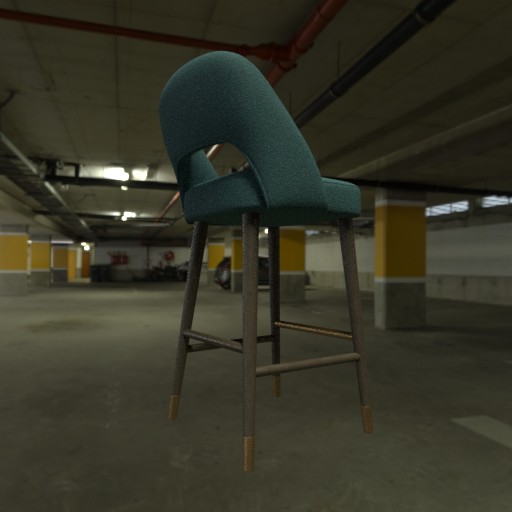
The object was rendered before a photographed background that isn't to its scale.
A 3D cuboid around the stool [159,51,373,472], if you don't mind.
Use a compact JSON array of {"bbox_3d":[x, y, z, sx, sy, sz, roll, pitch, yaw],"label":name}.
[{"bbox_3d":[0.000,0.000,1.342,0.522,1.032,0.536,1,-1,-35],"label":"stool"}]
